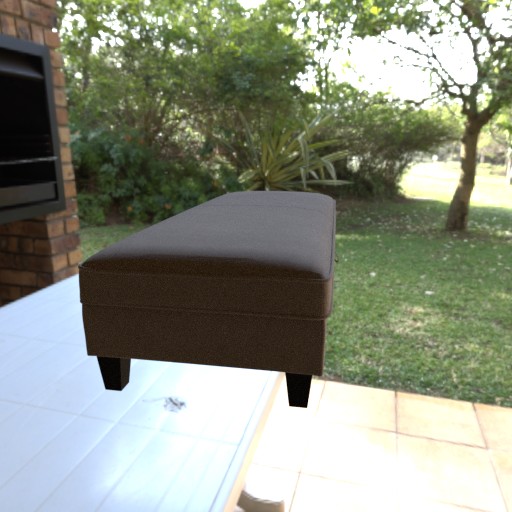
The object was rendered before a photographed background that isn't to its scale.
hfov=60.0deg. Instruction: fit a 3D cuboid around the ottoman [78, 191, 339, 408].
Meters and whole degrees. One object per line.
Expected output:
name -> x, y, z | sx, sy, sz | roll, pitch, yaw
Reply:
ottoman -> 0.000, 0.000, 2.000 | 0.735, 0.460, 1.726 | 3, 14, 10
